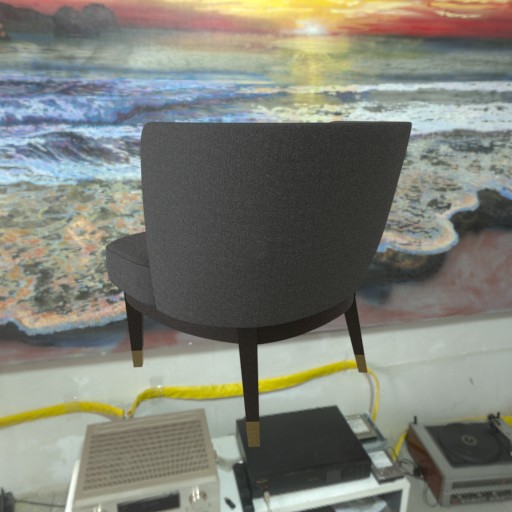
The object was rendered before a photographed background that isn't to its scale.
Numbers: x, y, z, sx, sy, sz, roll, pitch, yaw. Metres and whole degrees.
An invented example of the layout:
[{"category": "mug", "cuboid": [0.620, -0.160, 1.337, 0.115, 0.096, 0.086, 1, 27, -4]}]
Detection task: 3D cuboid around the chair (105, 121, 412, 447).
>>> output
[{"category": "chair", "cuboid": [0.000, 0.000, 1.194, 0.639, 0.695, 0.698, -16, 23, -41]}]
